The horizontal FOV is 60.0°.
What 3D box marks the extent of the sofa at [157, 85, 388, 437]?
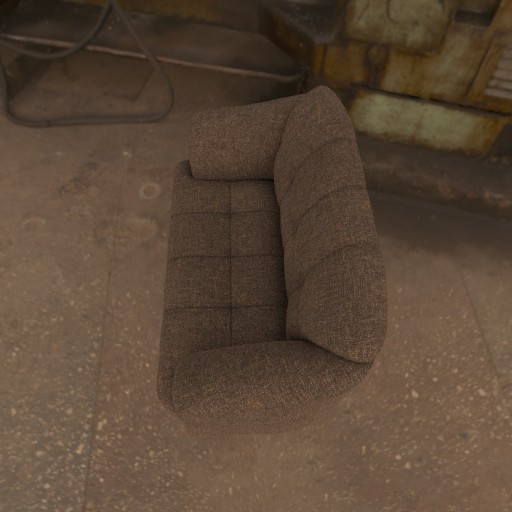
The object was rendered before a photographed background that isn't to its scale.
[{"bbox_3d":[0.000,0.000,1.930,0.799,0.895,1.404,-2,58,-1],"label":"sofa"}]
